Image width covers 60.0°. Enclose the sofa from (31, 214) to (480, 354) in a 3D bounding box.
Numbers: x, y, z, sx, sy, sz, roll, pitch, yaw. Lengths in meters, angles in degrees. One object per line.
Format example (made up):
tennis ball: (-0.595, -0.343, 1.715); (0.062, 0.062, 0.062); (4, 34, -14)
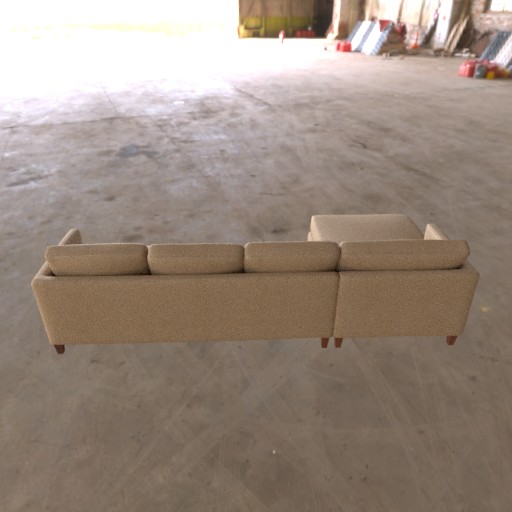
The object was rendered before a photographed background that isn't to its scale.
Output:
sofa: (0.000, 0.000, 3.855); (3.201, 0.876, 1.502); (-1, 30, -2)
